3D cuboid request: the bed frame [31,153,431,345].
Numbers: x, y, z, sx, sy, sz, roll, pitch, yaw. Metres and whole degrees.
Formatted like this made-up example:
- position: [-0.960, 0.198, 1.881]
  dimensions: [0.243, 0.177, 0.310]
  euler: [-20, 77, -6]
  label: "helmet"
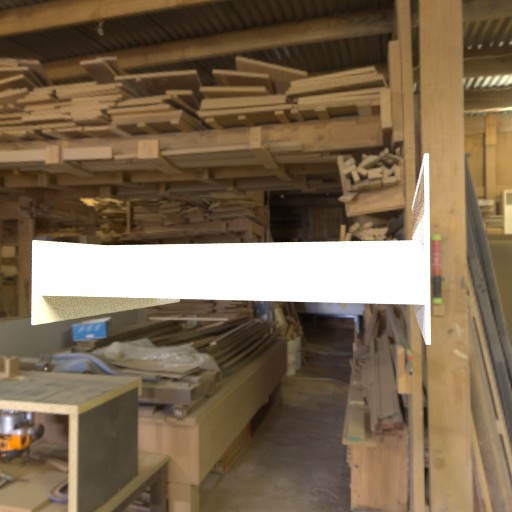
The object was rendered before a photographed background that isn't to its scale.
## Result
- position: [0.000, 0.000, 2.968]
  dimensions: [2.060, 0.800, 1.720]
  euler: [0, -1, 18]
  label: "bed frame"
